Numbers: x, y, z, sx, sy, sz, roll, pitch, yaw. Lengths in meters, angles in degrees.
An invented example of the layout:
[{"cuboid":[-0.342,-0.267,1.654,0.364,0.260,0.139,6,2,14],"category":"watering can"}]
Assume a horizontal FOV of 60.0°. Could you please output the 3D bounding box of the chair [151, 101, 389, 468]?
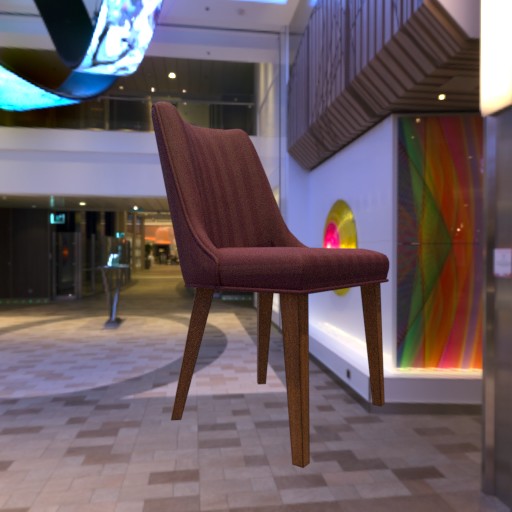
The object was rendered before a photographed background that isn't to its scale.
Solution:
[{"cuboid":[0.000,0.000,1.344,0.638,0.916,0.548,0,0,36],"category":"chair"}]
